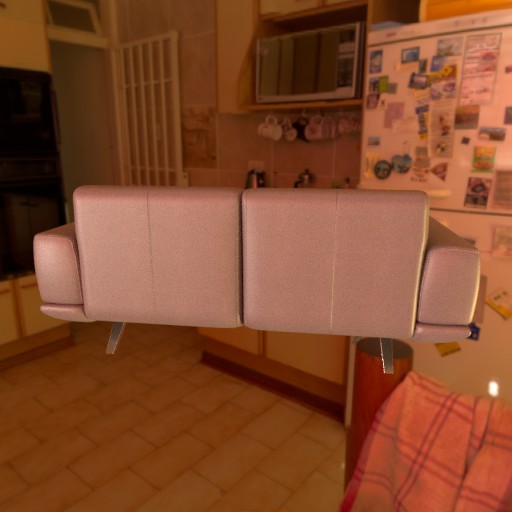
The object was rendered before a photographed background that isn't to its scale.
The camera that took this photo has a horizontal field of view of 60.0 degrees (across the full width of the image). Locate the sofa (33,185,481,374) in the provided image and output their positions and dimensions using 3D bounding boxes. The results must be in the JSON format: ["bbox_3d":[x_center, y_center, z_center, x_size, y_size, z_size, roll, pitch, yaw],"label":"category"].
[{"bbox_3d":[0.000,0.000,2.281,1.901,0.772,0.900,2,15,8],"label":"sofa"}]
